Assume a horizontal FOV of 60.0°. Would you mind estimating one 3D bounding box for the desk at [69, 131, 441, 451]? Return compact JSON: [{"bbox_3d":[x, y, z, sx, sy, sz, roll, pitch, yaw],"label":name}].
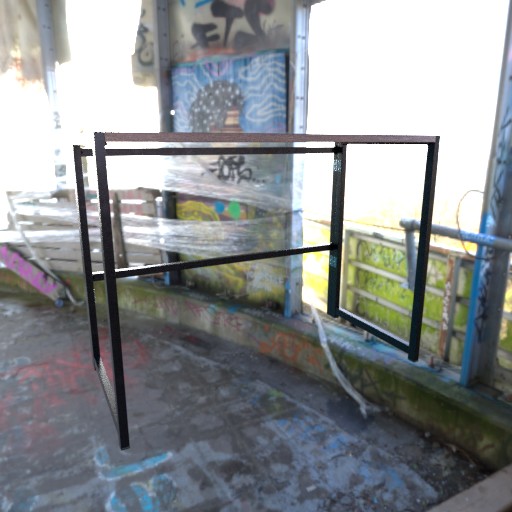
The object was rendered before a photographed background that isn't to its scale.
[{"bbox_3d":[0.000,0.000,1.445,1.016,0.762,0.508,-7,16,-26],"label":"desk"}]
